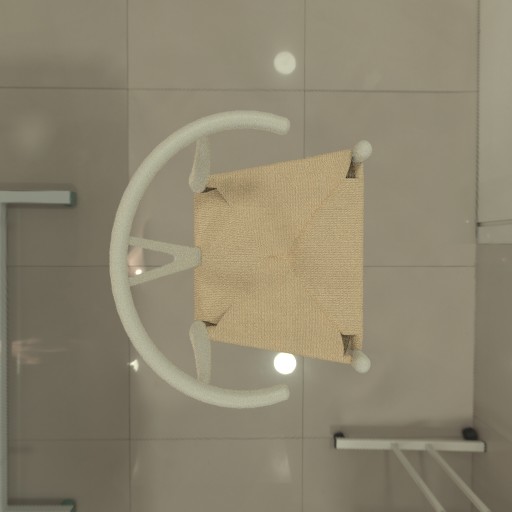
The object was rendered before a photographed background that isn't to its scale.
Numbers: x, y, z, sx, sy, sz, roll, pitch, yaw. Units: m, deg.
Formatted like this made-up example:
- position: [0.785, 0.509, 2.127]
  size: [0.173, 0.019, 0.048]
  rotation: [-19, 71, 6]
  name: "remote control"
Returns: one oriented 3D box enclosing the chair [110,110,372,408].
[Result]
- position: [0.000, 0.000, 1.094]
  size: [0.500, 0.736, 0.533]
  rotation: [0, 92, -1]
  name: "chair"
